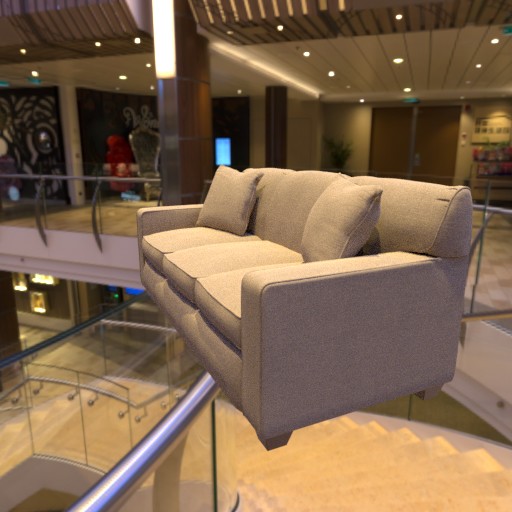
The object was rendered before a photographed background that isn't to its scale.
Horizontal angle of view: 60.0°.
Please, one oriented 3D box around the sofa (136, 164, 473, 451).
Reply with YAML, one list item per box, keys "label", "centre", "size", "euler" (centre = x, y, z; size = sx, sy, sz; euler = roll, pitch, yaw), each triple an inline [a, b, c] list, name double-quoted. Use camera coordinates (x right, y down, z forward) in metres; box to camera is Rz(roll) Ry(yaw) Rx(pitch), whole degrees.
- label: "sofa"
  centre: [0.000, 0.000, 2.503]
  size: [0.997, 0.958, 2.024]
  euler: [-7, 15, -25]
